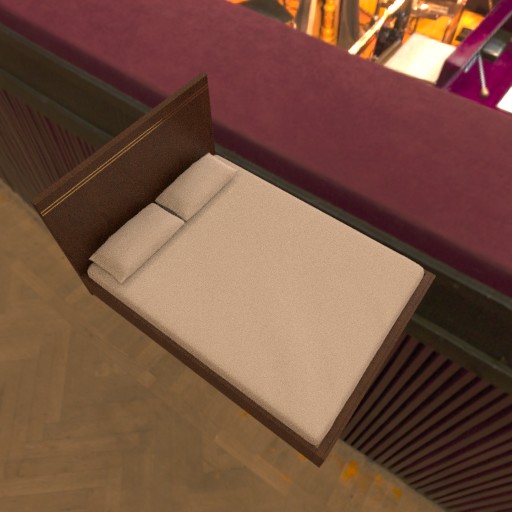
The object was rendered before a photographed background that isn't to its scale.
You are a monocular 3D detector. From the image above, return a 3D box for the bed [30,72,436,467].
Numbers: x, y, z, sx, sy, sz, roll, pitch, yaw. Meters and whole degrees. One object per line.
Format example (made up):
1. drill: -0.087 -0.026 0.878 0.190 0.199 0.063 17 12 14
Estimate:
1. bed: 0.000 0.000 3.172 2.221 1.169 1.613 32 62 19
